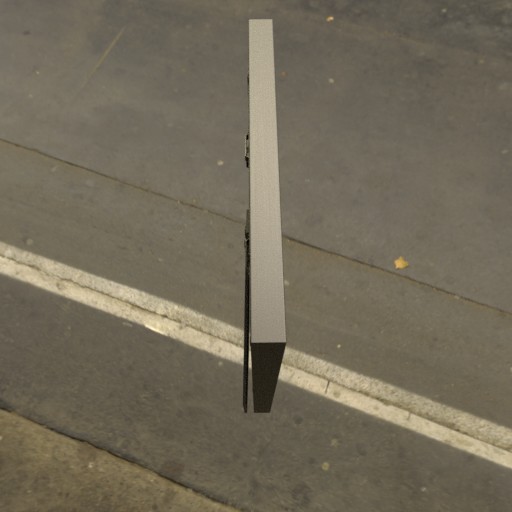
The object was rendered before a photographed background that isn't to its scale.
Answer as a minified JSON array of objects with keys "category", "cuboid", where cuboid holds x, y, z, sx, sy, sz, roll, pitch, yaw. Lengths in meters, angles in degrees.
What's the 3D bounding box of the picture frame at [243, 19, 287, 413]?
[{"category":"picture frame","cuboid":[0.000,0.000,0.520,0.036,0.383,0.307,-1,64,0]}]
